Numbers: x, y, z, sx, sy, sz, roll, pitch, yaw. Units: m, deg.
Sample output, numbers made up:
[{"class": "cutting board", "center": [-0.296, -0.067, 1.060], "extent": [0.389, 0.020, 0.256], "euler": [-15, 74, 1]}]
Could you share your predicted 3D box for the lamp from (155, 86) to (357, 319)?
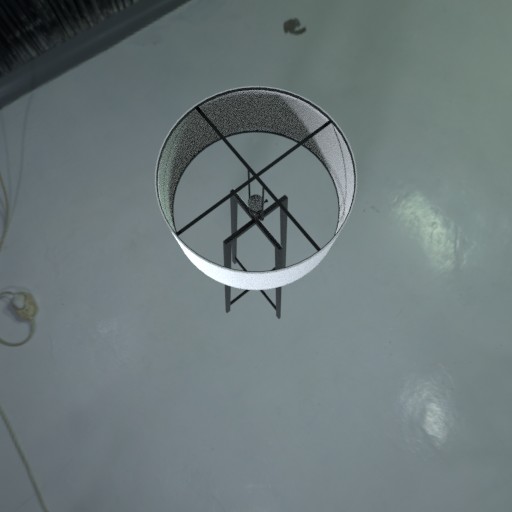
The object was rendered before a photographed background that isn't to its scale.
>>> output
[{"class": "lamp", "center": [0.000, 0.000, 1.734], "extent": [0.456, 1.510, 0.457], "euler": [-38, 79, -9]}]
